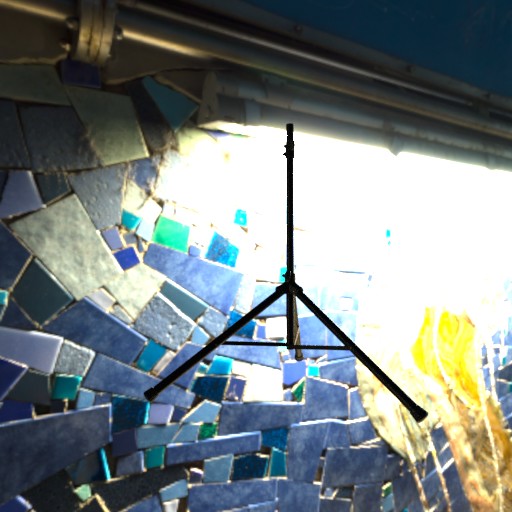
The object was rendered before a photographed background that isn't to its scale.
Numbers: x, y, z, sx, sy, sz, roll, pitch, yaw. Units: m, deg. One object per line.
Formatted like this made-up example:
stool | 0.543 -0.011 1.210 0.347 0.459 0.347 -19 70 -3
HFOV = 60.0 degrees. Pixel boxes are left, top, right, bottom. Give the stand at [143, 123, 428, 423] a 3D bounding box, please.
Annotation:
stand | 0.000 0.000 1.850 0.907 1.136 1.045 0 -1 -17
